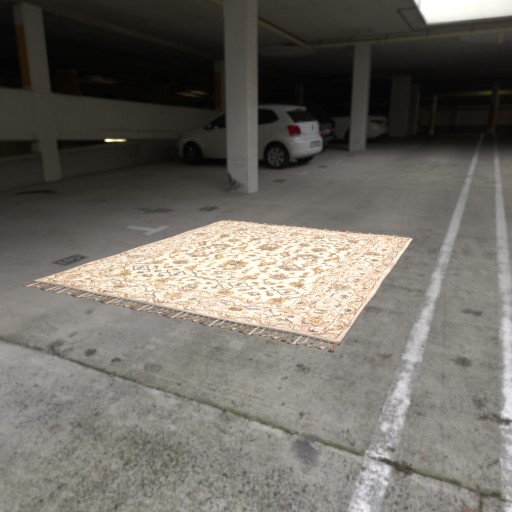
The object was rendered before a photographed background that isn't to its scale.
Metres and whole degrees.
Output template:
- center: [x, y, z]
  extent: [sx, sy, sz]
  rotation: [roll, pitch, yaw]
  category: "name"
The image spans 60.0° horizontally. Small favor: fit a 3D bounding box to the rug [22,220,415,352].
- center: [0.000, 0.000, 4.126]
  extent: [2.426, 0.034, 3.061]
  rotation: [7, 17, 26]
  category: "rug"
